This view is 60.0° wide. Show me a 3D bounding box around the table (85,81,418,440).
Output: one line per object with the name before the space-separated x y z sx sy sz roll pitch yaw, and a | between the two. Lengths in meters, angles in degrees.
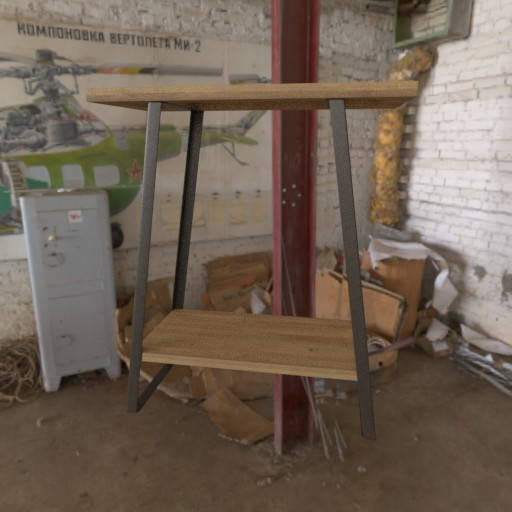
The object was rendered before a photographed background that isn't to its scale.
table | 0.000 0.000 1.012 0.599 0.701 0.300 3 15 10
